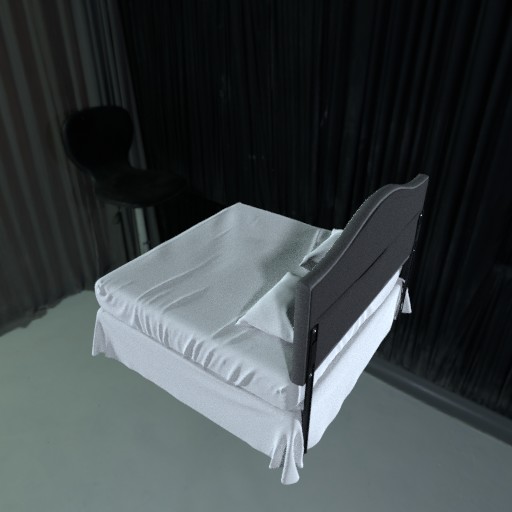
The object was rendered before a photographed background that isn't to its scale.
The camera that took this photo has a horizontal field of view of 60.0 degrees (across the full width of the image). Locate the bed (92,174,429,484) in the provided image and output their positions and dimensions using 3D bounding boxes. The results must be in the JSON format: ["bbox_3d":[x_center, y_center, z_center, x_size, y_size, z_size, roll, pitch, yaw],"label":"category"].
[{"bbox_3d":[0.000,0.000,3.795,2.219,1.651,2.314,20,37,30],"label":"bed"}]
